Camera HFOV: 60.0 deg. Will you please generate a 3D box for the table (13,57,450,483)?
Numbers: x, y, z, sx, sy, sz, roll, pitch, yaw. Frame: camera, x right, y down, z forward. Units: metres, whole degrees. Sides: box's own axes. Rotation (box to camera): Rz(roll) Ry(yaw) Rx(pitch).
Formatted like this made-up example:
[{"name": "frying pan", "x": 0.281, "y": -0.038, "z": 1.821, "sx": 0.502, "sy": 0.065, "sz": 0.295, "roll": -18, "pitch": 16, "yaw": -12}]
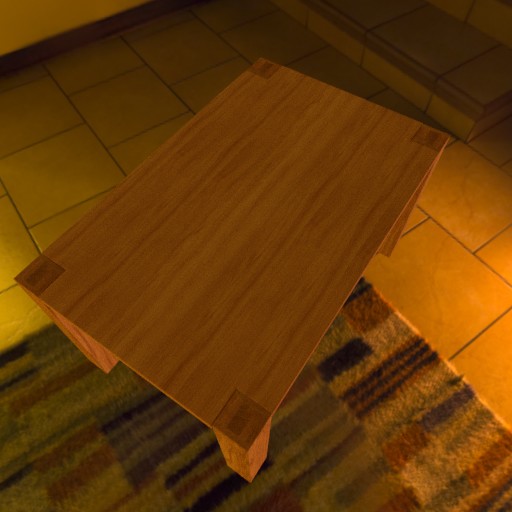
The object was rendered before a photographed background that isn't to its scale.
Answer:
[{"name": "table", "x": 0.000, "y": 0.000, "z": 1.890, "sx": 0.900, "sy": 0.760, "sz": 1.400, "roll": 30, "pitch": 62, "yaw": 18}]
